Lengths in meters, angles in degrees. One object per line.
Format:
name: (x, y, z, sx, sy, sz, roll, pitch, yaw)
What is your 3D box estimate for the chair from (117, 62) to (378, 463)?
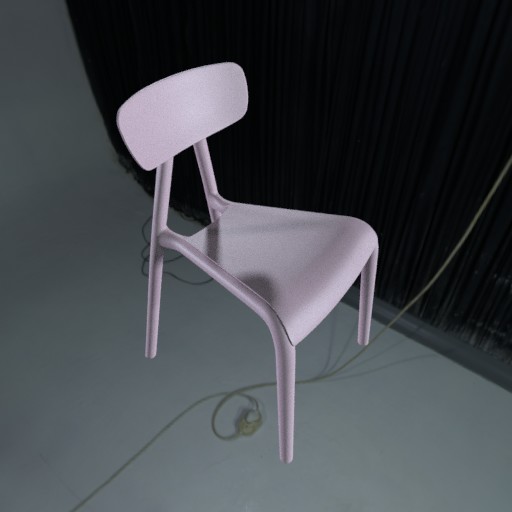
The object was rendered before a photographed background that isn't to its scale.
chair: (0.000, 0.000, 0.828, 0.401, 0.580, 0.356, 25, 47, 26)
